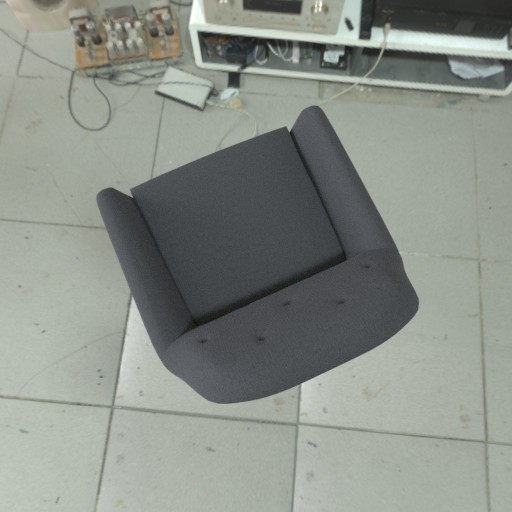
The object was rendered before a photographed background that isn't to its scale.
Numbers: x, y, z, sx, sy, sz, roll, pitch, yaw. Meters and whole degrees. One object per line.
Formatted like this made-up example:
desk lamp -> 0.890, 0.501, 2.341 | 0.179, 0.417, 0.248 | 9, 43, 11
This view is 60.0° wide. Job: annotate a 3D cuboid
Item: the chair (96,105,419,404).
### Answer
chair -> 0.000, 0.000, 1.410 | 0.770, 0.800, 0.779 | -24, 76, -6
